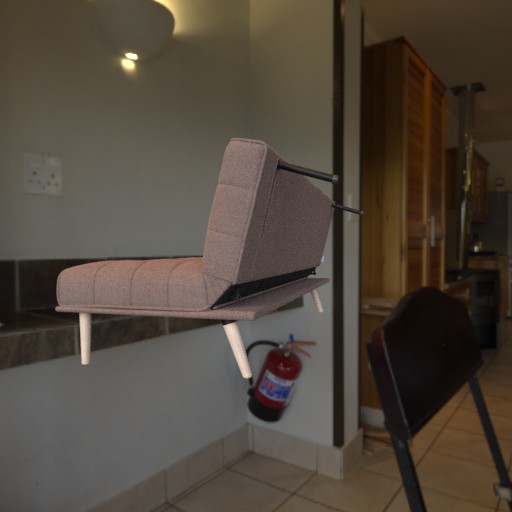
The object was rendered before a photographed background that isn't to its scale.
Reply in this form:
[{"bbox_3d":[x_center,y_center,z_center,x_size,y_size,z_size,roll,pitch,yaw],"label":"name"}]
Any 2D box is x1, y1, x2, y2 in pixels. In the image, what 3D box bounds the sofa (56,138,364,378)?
[{"bbox_3d":[0.000,0.000,2.361,1.038,0.810,1.820,0,1,17],"label":"sofa"}]
